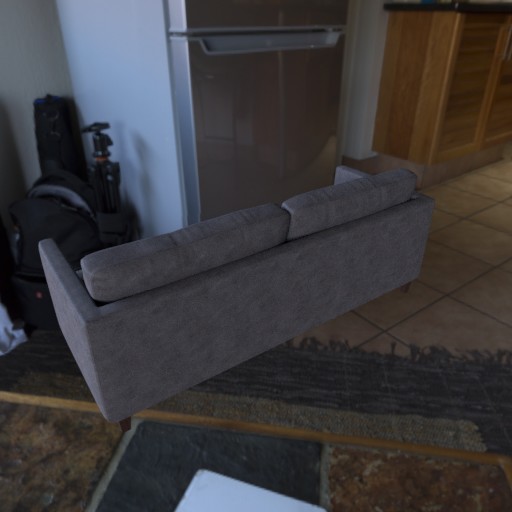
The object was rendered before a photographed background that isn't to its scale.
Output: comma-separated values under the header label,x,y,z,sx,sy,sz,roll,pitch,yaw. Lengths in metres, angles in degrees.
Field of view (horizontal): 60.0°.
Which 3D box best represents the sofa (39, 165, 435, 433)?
label,x,y,z,sx,sy,sz,roll,pitch,yaw
sofa,0.000,0.000,2.932,2.434,0.965,0.951,-19,35,-30
